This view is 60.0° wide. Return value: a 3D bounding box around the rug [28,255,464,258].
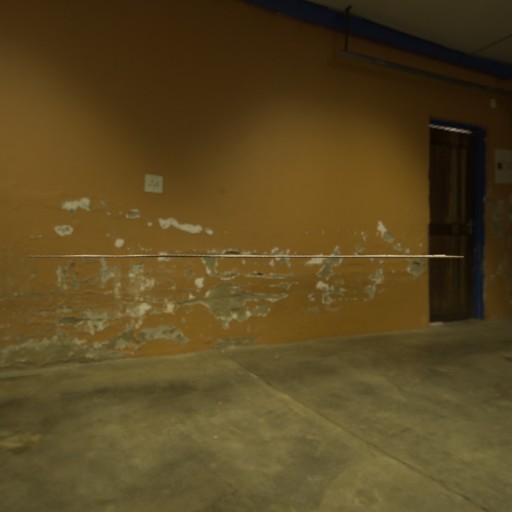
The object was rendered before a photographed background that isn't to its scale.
[{"bbox_3d":[0.000,0.000,3.032,2.439,0.015,1.524,0,0,20],"label":"rug"}]
